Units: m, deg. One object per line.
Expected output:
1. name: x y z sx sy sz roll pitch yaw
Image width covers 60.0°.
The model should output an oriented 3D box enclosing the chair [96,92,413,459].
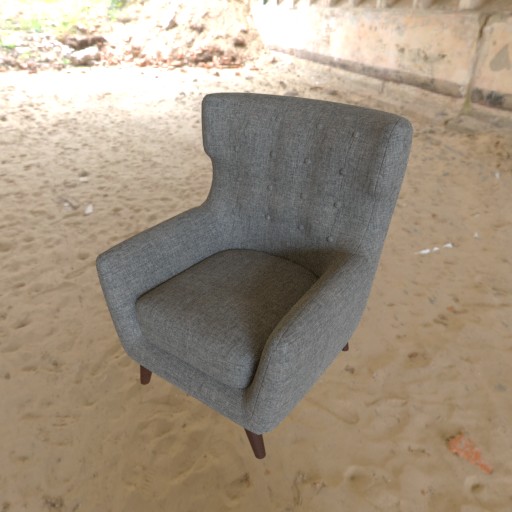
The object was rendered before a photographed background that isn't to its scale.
1. chair: 0.000 0.000 1.736 0.878 1.063 0.904 20 36 30
